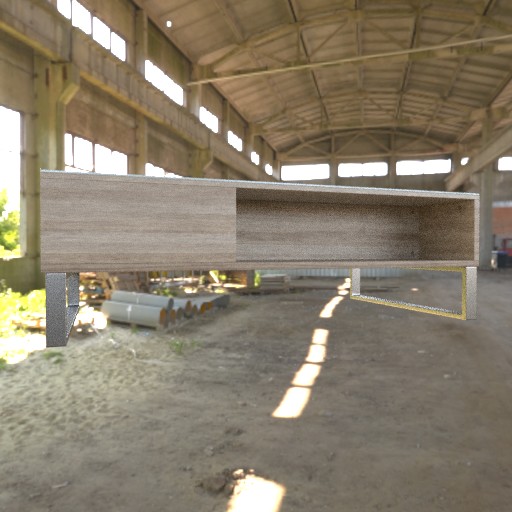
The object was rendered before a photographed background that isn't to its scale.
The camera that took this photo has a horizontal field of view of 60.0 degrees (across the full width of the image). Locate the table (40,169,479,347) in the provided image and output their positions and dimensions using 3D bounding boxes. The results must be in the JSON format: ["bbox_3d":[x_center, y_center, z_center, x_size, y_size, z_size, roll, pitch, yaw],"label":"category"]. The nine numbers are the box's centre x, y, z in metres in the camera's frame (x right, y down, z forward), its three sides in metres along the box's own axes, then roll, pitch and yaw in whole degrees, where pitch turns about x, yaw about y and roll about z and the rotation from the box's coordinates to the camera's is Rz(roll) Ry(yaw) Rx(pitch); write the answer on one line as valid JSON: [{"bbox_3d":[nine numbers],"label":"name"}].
[{"bbox_3d":[0.000,0.000,1.330,1.100,0.350,0.600,0,1,-19],"label":"table"}]
